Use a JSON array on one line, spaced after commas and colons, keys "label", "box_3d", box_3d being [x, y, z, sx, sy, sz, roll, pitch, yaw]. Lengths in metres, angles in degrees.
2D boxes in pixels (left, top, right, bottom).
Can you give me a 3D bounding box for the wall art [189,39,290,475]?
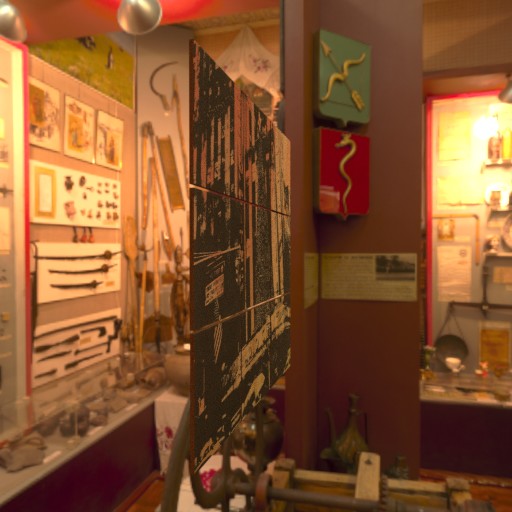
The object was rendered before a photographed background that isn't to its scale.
[{"label": "wall art", "box_3d": [0.000, 0.000, 1.370, 0.010, 0.917, 0.919, 0, 1, 17]}]
